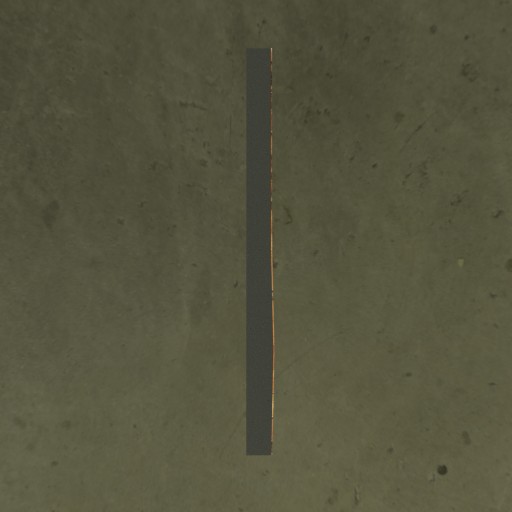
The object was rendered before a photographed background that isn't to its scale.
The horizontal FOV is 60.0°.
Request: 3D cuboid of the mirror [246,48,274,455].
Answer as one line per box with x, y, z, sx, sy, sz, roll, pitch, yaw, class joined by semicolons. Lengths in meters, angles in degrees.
0.000;0.000;1.115;0.044;0.912;0.606;0;89;-1;mirror
